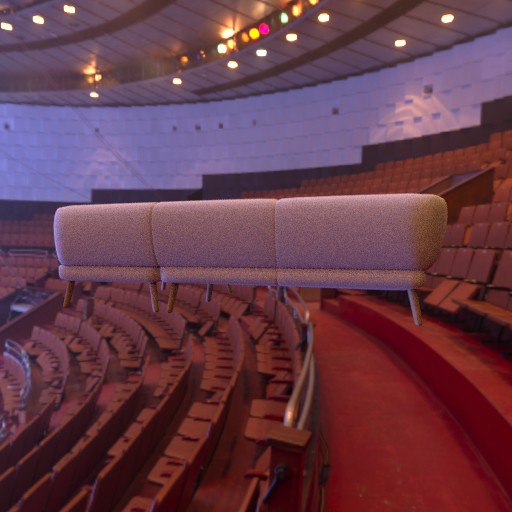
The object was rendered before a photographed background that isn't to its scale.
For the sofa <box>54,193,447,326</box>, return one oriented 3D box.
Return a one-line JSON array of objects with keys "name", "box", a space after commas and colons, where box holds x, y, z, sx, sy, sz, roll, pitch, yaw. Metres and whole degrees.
[{"name": "sofa", "box": [0.000, 0.000, 3.433, 2.660, 0.730, 1.610, 0, 1, 18]}]
